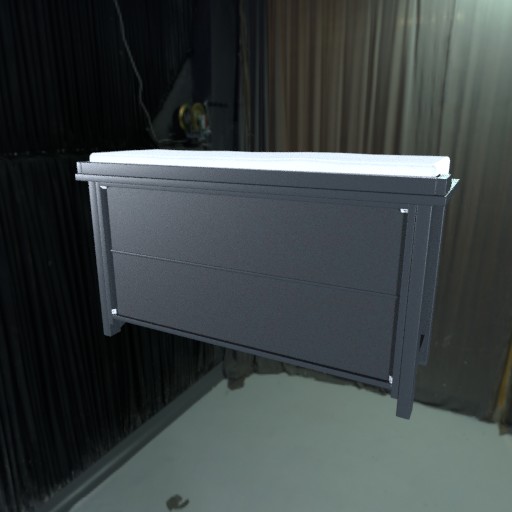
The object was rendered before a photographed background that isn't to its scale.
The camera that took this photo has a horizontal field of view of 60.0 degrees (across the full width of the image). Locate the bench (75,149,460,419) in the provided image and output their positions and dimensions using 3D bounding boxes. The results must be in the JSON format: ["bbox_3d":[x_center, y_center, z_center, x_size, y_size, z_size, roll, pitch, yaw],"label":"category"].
[{"bbox_3d":[0.000,0.000,1.241,0.973,0.561,0.345,8,18,26],"label":"bench"}]
